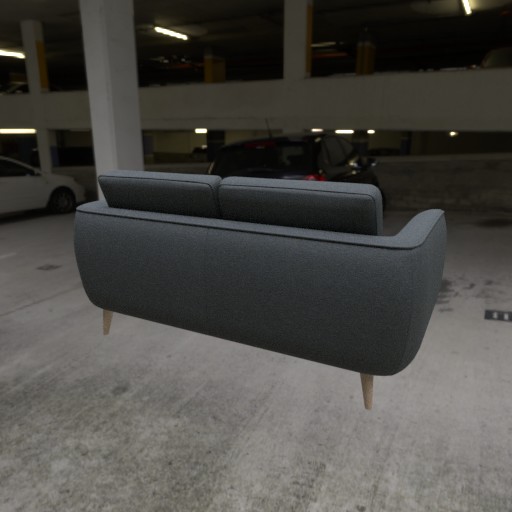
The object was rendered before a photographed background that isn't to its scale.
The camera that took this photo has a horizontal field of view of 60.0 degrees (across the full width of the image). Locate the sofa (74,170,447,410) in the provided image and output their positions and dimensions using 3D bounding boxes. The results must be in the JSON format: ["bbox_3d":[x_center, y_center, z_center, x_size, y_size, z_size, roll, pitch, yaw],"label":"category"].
[{"bbox_3d":[0.000,0.000,2.229,1.700,0.850,0.920,8,18,26],"label":"sofa"}]
